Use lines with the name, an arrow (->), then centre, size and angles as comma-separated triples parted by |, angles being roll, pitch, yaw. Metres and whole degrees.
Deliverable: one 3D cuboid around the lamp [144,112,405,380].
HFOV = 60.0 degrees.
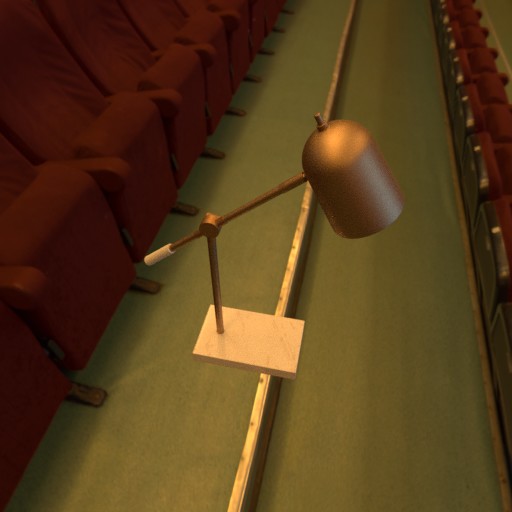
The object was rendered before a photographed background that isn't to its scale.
lamp -> 0.000, 0.000, 0.844 | 0.471, 0.603, 0.144 | 9, 46, 9
